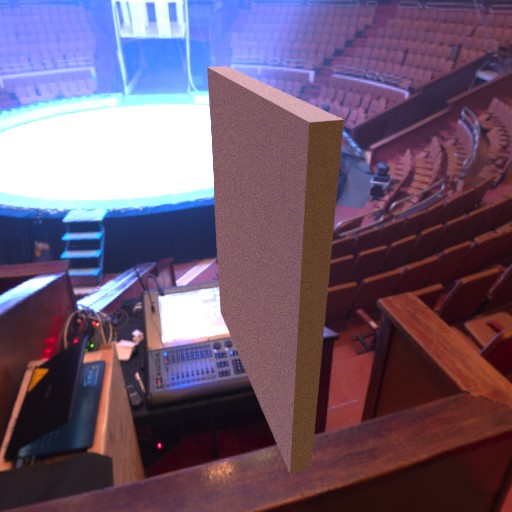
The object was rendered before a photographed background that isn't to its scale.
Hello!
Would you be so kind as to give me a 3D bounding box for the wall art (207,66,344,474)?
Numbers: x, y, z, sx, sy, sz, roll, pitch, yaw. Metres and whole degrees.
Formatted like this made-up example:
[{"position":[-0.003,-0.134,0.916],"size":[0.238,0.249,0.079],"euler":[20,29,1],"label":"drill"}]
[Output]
[{"position":[0.000,0.000,0.762],"size":[0.039,0.553,0.451],"euler":[-9,31,-16],"label":"wall art"}]
